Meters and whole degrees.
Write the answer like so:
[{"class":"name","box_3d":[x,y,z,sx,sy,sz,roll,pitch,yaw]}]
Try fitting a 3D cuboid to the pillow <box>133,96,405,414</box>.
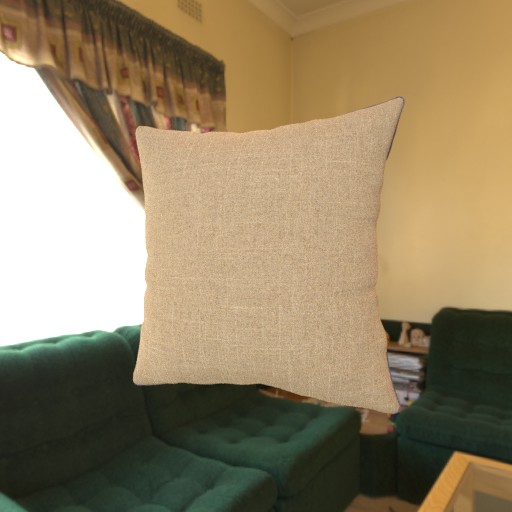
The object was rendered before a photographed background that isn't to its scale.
[{"class":"pillow","box_3d":[0.000,0.000,0.691,0.440,0.441,0.147,0,0,18]}]
